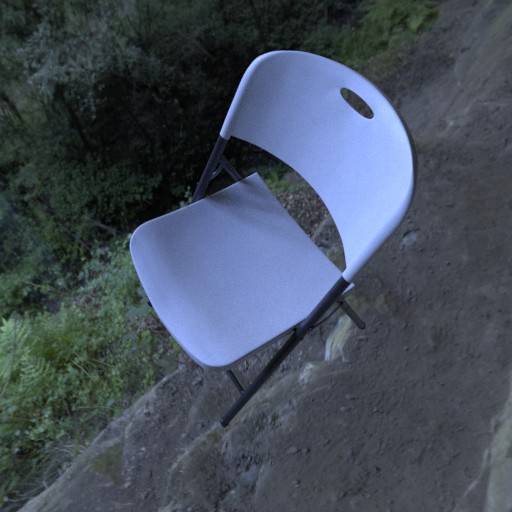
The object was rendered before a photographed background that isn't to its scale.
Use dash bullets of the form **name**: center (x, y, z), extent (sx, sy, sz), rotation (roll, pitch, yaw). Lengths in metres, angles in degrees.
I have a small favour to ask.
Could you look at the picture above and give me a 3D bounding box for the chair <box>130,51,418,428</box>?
- **chair**: center (0.000, 0.000, 1.129), extent (0.566, 0.810, 0.494), rotation (-31, 66, -16)
